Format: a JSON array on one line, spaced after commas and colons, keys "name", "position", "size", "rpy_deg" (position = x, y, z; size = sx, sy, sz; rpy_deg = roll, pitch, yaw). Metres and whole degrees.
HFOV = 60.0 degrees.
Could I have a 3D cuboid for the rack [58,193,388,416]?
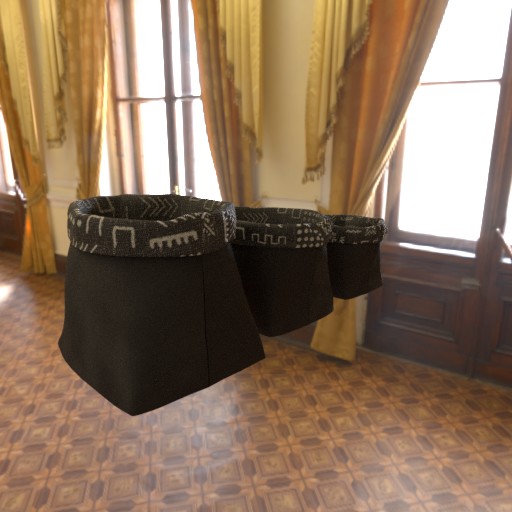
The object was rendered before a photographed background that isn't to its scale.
[{"name": "rack", "position": [0.000, 0.000, 1.090], "size": [0.905, 0.323, 0.379], "rpy_deg": [-14, 21, -42]}]
